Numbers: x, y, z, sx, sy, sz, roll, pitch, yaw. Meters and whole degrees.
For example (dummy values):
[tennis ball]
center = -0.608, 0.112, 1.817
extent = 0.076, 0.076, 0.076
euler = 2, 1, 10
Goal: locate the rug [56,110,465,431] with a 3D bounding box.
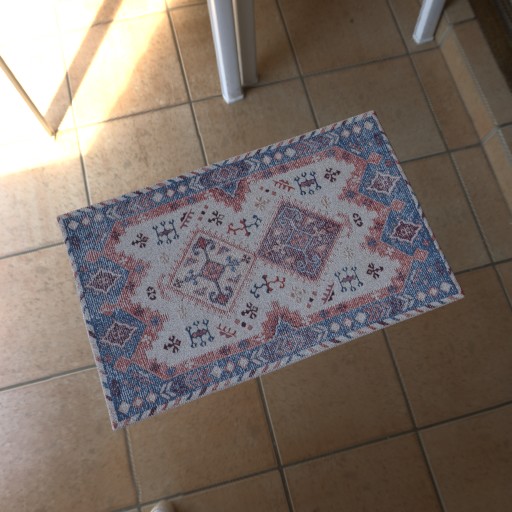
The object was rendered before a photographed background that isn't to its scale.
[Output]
[rug]
center = 0.000, 0.000, 3.063
extent = 2.464, 0.023, 1.521
euler = -20, 76, -5
